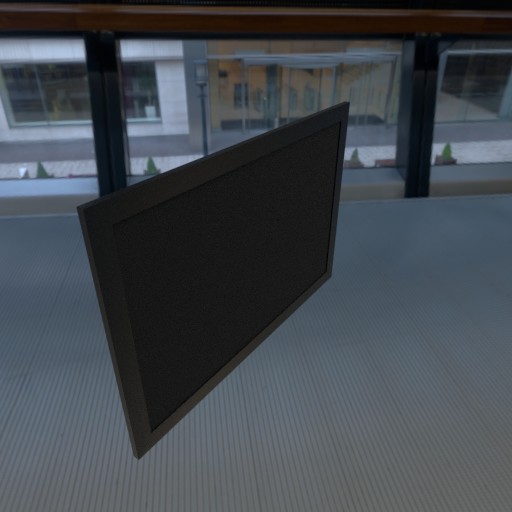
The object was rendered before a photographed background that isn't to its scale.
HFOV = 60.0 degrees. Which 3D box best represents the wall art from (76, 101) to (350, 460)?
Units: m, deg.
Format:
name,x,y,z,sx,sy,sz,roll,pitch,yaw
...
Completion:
name,x,y,z,sx,sy,sz,roll,pitch,yaw
wall art,0.000,0.000,0.833,0.013,0.447,0.660,21,37,30
